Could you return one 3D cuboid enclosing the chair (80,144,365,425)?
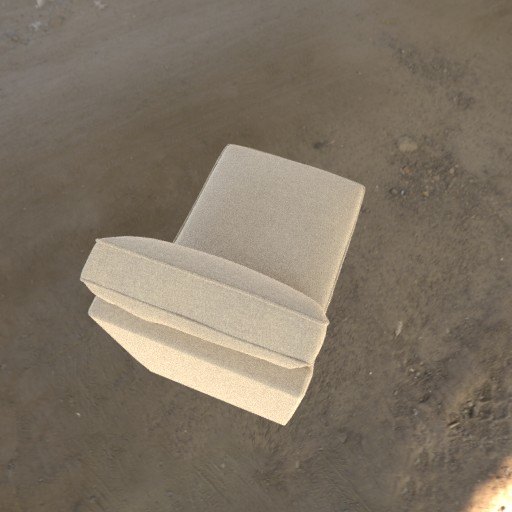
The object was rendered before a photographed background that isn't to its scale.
[{"bbox_3d":[0.000,0.000,1.598,0.621,0.970,0.938,19,65,9],"label":"chair"}]
